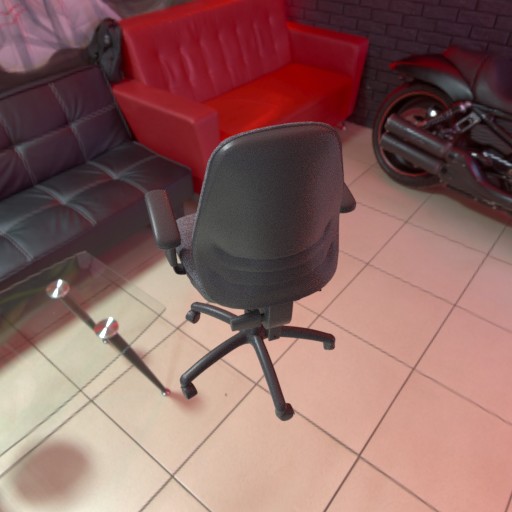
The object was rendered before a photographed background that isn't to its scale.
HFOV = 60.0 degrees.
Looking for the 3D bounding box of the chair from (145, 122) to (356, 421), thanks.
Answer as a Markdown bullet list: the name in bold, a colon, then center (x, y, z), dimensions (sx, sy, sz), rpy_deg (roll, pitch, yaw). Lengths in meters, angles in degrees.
- **chair**: center (0.000, 0.000, 1.238), dimensions (0.550, 0.910, 0.530), rpy_deg (-12, 43, -14)
